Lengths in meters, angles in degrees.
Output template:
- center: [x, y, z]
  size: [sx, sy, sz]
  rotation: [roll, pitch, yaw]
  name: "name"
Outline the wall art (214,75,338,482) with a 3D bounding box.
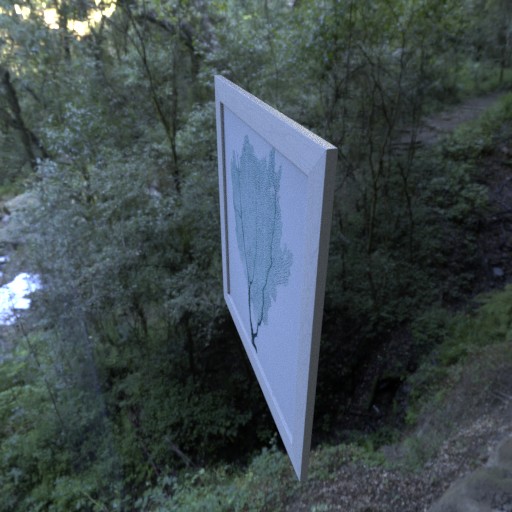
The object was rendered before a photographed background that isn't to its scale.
- center: [0.000, 0.000, 0.853]
  size: [0.015, 0.577, 0.572]
  rotation: [-8, 31, -14]
  name: "wall art"
